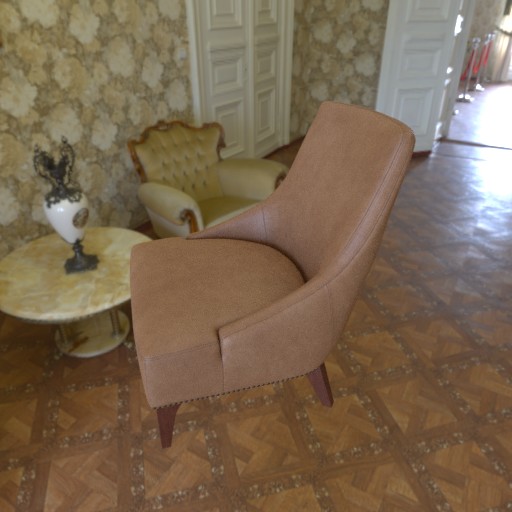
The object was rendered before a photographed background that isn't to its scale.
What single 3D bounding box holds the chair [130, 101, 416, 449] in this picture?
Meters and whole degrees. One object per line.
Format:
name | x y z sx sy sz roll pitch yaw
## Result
chair | 0.000 0.000 1.517 0.861 0.909 0.701 -8 30 -14
